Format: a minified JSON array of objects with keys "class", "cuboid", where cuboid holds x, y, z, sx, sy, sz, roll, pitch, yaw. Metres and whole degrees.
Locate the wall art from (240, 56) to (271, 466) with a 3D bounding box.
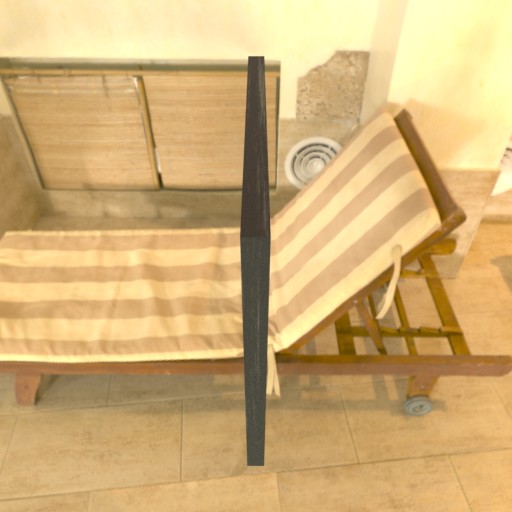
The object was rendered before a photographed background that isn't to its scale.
[{"class":"wall art","cuboid":[0.000,0.000,1.162,0.043,0.758,0.762,0,42,0]}]
